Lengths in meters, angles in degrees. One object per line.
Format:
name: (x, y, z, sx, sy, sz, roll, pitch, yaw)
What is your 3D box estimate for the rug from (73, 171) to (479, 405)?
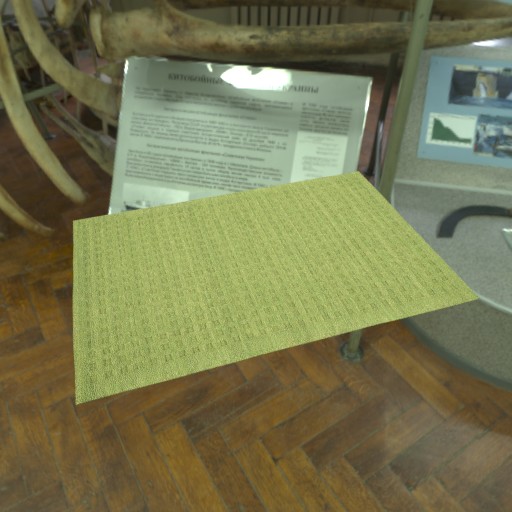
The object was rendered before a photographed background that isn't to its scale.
rug: (0.000, 0.000, 2.910, 2.297, 0.007, 1.529, -12, 43, -13)
